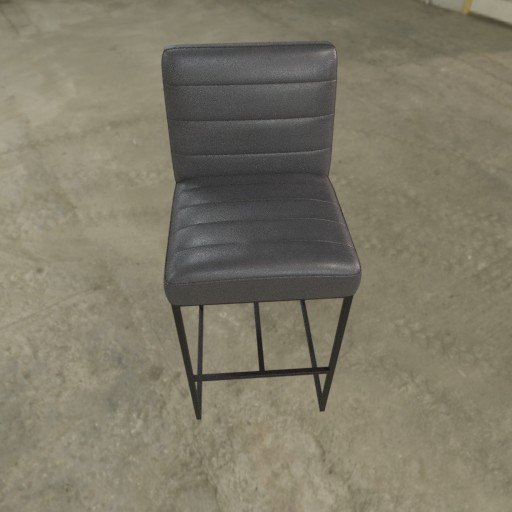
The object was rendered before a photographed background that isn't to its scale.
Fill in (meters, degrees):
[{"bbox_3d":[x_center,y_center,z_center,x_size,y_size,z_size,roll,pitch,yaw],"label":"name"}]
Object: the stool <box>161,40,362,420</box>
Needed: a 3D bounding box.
[{"bbox_3d":[0.000,0.000,1.316,0.457,1.040,0.552,-3,45,-3],"label":"stool"}]
